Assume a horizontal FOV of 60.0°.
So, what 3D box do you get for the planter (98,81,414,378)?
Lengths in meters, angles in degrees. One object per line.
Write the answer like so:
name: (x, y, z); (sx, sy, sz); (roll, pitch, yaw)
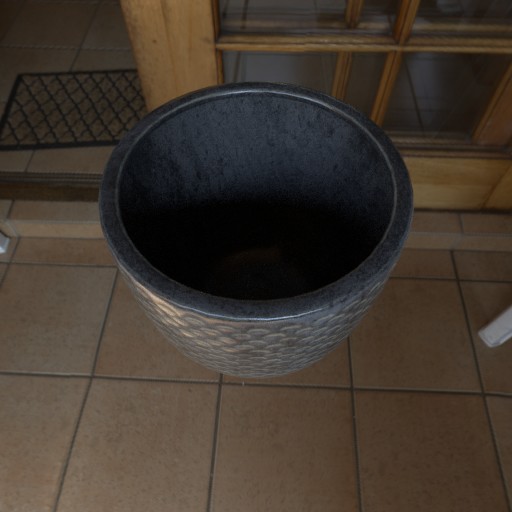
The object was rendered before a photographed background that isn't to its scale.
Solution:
planter: (0.000, 0.000, 0.308); (0.172, 0.160, 0.172); (0, 57, 0)
